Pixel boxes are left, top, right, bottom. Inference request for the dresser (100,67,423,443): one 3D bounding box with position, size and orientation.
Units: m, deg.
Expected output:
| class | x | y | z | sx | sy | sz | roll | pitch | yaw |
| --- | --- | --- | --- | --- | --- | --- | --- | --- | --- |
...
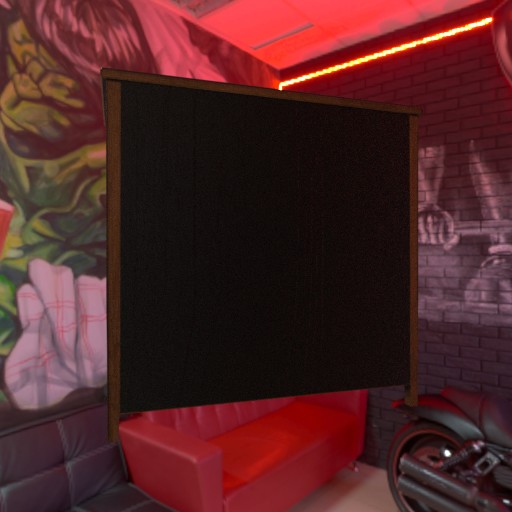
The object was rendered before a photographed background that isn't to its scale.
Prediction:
| class | x | y | z | sx | sy | sz | roll | pitch | yaw |
| --- | --- | --- | --- | --- | --- | --- | --- | --- | --- |
| dresser | 0.000 | 0.000 | 1.905 | 1.250 | 1.224 | 0.591 | 0 | 0 | -18 |
